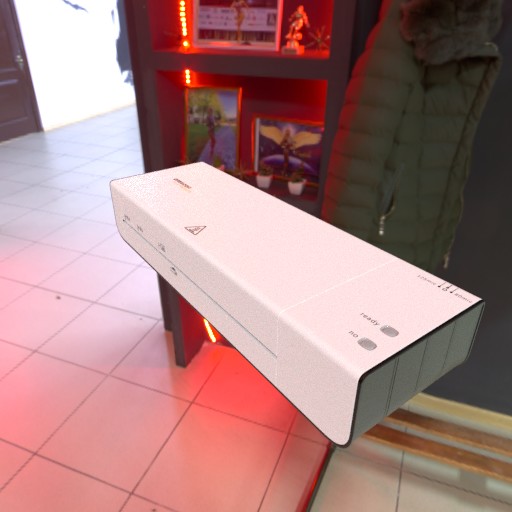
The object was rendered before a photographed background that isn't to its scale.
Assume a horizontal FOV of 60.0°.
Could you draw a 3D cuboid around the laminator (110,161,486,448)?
[{"bbox_3d":[0.000,0.000,0.378,0.123,0.062,0.340,-20,35,-31],"label":"laminator"}]
